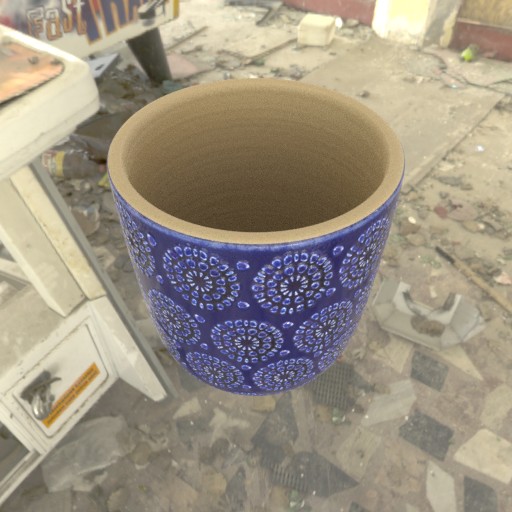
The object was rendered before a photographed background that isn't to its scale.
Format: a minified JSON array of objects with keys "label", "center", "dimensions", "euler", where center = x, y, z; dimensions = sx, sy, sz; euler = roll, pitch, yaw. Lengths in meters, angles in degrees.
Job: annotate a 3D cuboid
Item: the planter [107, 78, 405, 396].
[{"label":"planter","center":[0.000,0.000,0.349],"dimensions":[0.184,0.206,0.184],"euler":[0,46,0]}]
